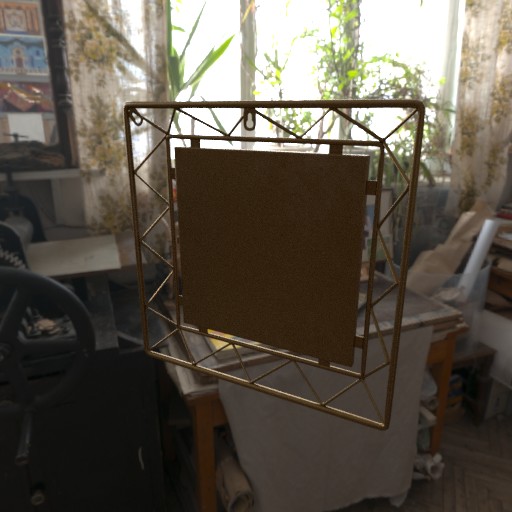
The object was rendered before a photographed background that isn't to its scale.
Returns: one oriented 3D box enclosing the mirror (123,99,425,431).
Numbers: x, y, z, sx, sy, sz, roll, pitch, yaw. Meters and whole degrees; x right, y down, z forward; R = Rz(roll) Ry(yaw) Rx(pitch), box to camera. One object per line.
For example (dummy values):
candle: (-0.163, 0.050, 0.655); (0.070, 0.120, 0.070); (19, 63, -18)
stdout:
mirror: (0.000, 0.000, 0.625); (0.416, 0.414, 0.046); (10, 21, 27)
